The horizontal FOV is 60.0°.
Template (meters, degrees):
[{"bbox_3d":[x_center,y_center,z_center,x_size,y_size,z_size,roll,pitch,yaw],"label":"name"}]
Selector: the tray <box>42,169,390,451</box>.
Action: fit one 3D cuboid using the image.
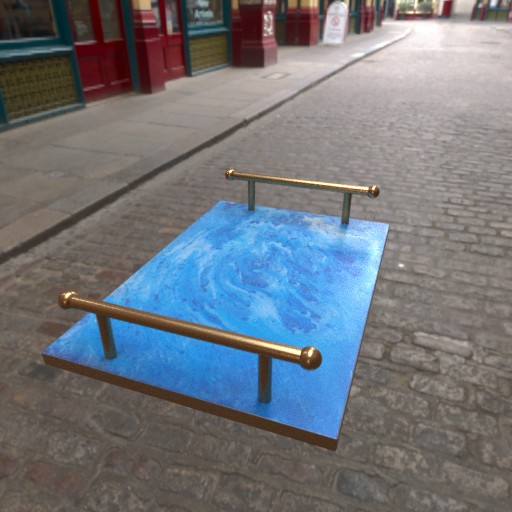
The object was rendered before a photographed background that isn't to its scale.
[{"bbox_3d":[0.000,0.000,0.574,0.304,0.084,0.444,10,30,18],"label":"tray"}]
